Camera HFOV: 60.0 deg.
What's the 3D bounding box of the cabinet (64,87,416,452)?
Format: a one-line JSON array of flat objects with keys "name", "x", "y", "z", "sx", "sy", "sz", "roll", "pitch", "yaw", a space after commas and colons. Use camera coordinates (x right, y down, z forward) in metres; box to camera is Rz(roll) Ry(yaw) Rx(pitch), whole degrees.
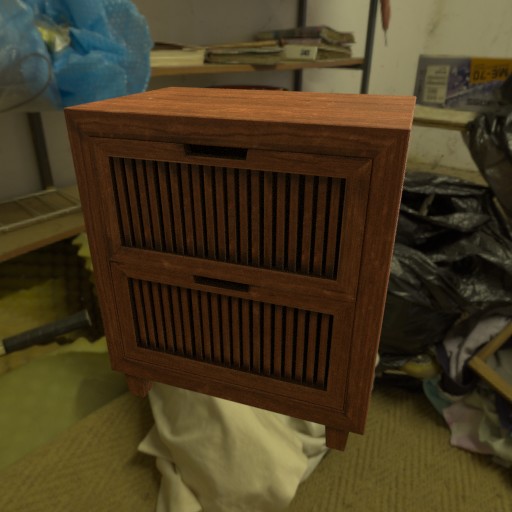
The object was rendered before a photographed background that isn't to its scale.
[{"name": "cabinet", "x": 0.000, "y": 0.000, "z": 1.047, "sx": 0.607, "sy": 0.695, "sz": 0.410, "roll": 9, "pitch": 28, "yaw": 17}]
